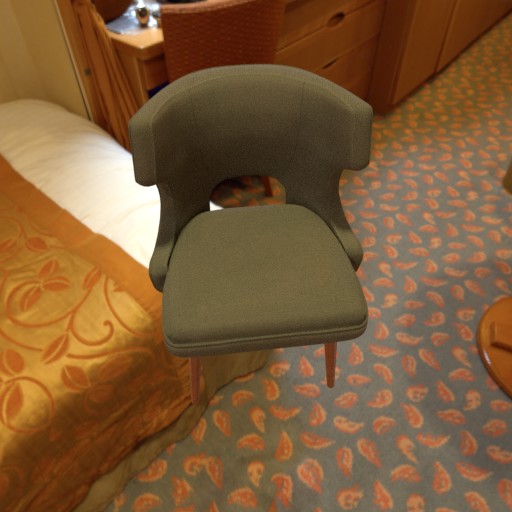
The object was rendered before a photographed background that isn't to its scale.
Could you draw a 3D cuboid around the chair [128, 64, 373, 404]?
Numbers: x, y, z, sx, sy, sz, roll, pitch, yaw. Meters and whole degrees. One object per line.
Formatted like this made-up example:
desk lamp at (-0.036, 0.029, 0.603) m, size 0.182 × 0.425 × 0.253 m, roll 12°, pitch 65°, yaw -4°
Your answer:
chair at (0.000, 0.000, 1.271) m, size 0.595 × 0.863 × 0.581 m, roll -5°, pitch 48°, yaw -5°
